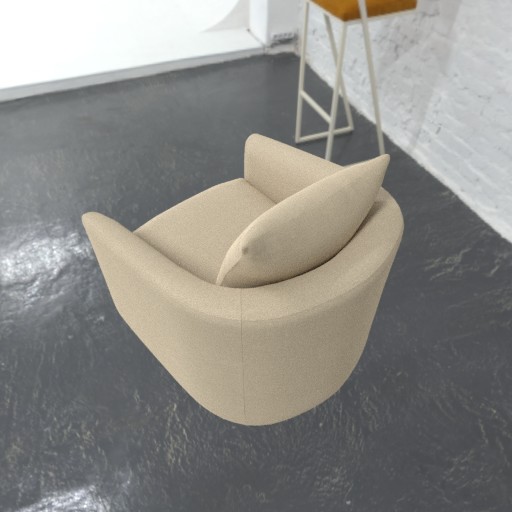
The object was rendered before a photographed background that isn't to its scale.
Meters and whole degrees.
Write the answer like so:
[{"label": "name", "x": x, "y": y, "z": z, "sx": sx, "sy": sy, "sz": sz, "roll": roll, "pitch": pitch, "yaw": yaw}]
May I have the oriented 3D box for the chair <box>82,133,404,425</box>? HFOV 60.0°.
[{"label": "chair", "x": 0.000, "y": 0.000, "z": 1.594, "sx": 0.845, "sy": 0.848, "sz": 0.910, "roll": -33, "pitch": 54, "yaw": -28}]
